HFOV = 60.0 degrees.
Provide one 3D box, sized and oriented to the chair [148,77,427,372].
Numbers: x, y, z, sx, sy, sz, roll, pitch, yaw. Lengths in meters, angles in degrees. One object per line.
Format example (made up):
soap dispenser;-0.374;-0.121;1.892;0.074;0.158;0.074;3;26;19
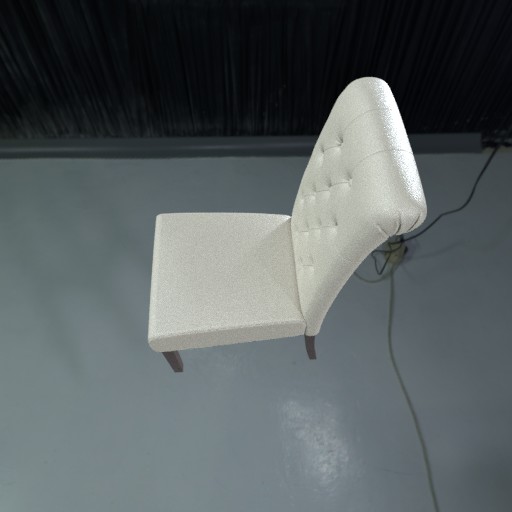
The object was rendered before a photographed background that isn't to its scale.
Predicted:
chair;0.000;0.000;1.364;0.671;1.006;0.456;-3;60;-2
